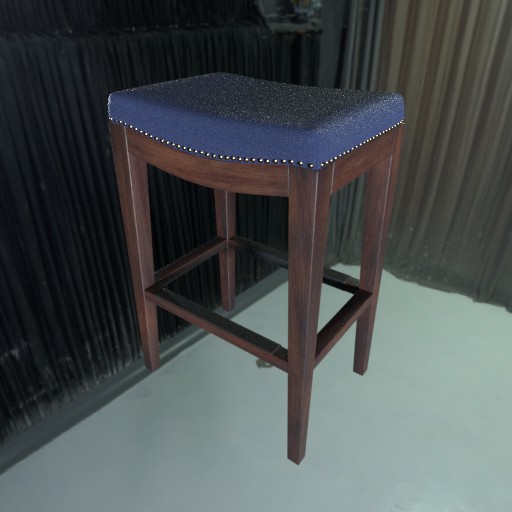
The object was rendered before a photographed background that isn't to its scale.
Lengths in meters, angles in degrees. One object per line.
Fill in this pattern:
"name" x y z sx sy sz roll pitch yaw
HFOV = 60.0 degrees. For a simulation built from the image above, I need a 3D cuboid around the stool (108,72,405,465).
"stool" 0.000 0.000 1.040 0.498 0.740 0.358 21 36 31
